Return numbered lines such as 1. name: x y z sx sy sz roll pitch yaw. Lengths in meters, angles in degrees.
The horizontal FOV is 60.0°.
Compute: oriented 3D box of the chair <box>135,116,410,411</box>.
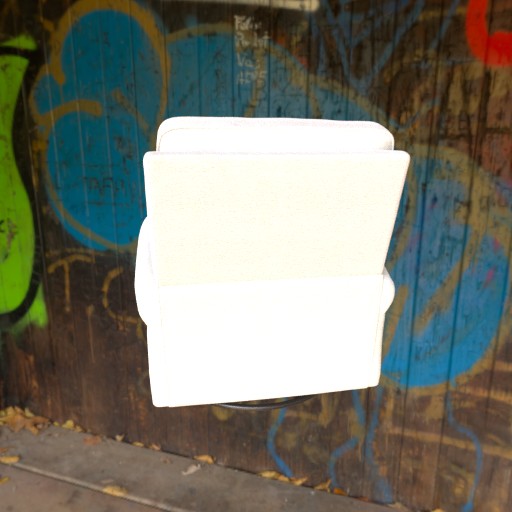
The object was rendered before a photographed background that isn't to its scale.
1. chair: 0.000 0.000 1.661 0.890 0.960 0.878 -2 14 -10
